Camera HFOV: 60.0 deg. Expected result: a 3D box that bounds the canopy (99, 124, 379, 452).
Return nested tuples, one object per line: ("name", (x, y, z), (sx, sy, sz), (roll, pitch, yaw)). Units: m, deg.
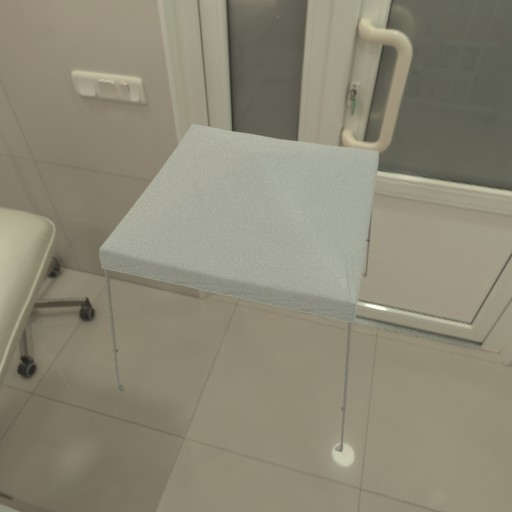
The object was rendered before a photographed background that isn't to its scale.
("canopy", (0.000, 0.000, 5.278), (2.848, 2.849, 2.849), (11, 47, 11))
